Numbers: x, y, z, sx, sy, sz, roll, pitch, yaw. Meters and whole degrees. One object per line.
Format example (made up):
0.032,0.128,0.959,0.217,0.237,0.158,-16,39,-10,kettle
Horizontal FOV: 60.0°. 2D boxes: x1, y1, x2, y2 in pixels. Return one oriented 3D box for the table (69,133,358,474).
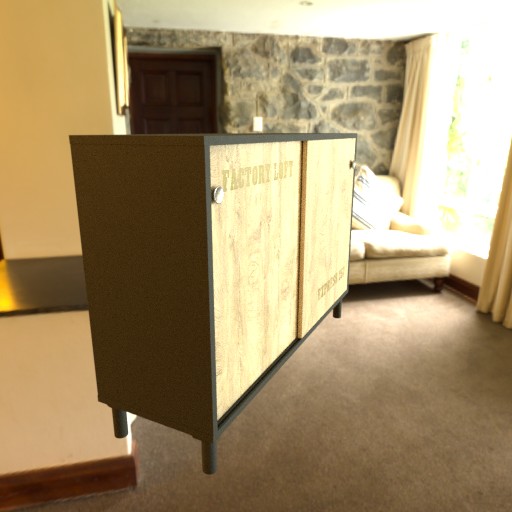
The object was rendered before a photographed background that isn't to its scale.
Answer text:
0.000,0.000,1.610,0.400,0.855,1.200,8,18,26,table
